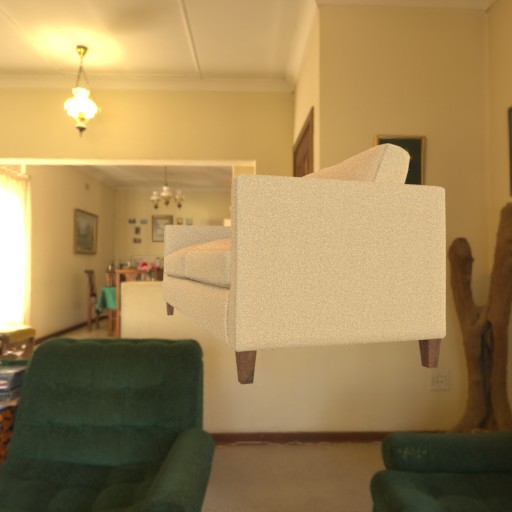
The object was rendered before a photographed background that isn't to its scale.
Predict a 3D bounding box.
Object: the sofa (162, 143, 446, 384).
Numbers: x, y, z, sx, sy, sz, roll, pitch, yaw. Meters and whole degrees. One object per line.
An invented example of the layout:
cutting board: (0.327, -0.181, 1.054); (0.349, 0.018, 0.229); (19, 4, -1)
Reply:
sofa: (0.000, 0.000, 2.823); (0.951, 0.968, 2.361); (0, -1, -18)
